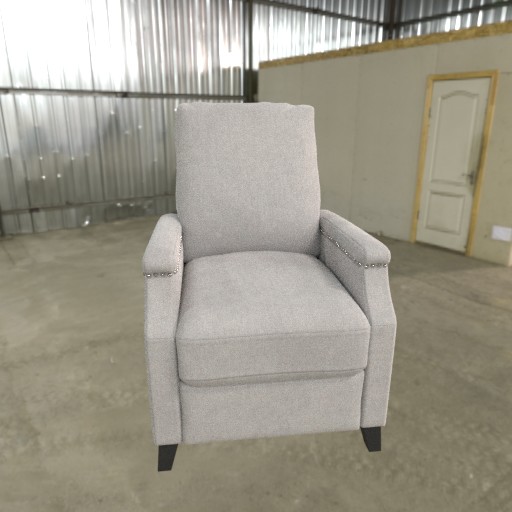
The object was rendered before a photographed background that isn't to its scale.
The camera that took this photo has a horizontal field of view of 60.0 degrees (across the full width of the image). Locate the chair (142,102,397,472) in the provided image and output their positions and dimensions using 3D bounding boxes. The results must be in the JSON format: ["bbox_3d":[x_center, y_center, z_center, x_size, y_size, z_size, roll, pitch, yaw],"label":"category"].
[{"bbox_3d":[0.000,0.000,1.578,0.710,1.049,0.922,-2,18,-7],"label":"chair"}]
